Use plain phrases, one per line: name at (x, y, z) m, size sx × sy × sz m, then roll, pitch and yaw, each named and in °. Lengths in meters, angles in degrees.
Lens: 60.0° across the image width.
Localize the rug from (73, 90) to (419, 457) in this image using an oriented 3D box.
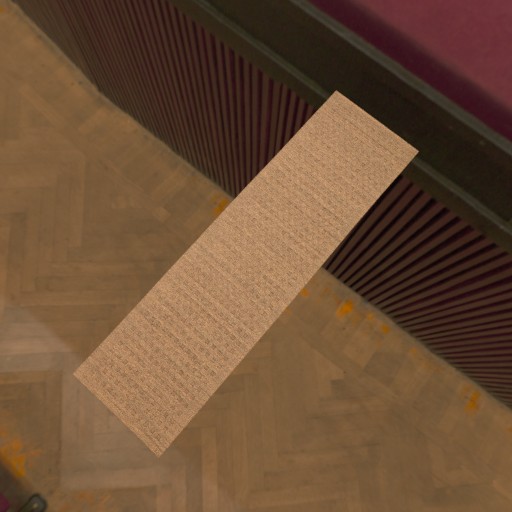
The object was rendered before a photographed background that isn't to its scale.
rug at (0.000, 0.000, 2.715) m, size 0.688 × 0.005 × 2.437 m, roll 40°, pitch 80°, yaw 9°
